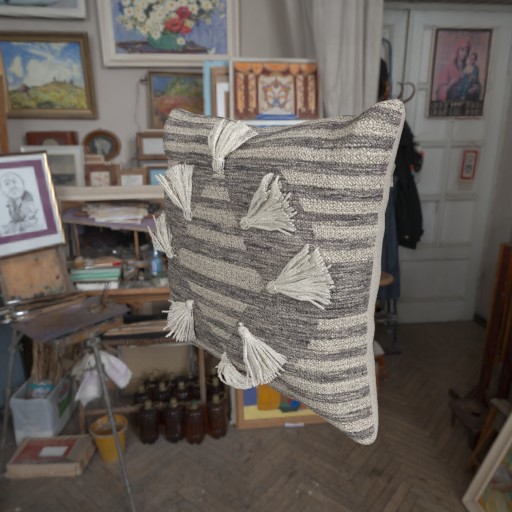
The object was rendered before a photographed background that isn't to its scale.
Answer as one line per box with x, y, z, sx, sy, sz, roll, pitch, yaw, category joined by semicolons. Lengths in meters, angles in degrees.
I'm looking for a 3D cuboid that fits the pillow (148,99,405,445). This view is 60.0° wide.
0.000;0.000;0.751;0.234;0.490;0.484;-15;22;-42;pillow
